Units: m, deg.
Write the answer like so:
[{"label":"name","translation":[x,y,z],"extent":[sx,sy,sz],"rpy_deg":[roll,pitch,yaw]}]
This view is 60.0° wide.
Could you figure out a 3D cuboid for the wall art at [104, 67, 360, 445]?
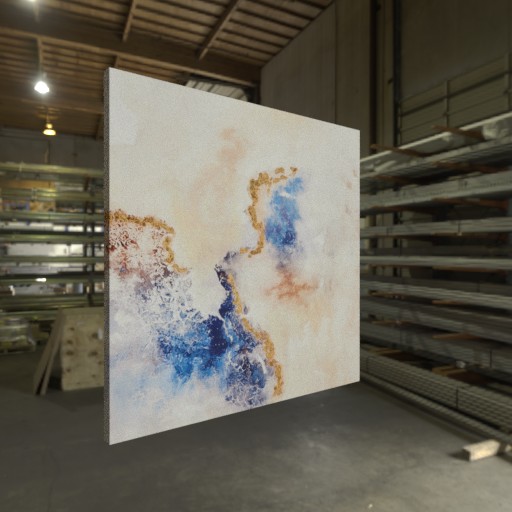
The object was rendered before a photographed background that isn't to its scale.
[{"label":"wall art","translation":[0.000,0.000,1.320],"extent":[0.889,0.889,0.038],"rpy_deg":[0,0,-37]}]
